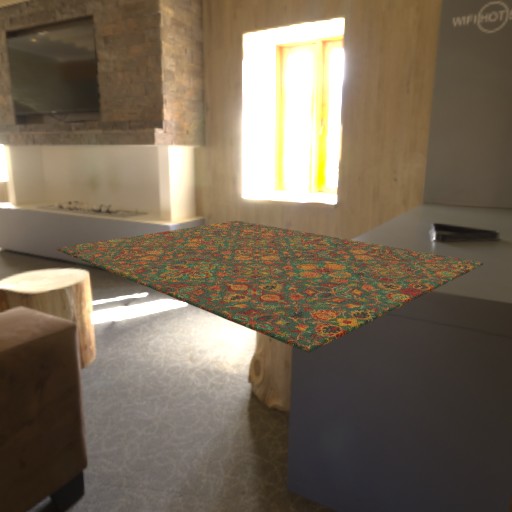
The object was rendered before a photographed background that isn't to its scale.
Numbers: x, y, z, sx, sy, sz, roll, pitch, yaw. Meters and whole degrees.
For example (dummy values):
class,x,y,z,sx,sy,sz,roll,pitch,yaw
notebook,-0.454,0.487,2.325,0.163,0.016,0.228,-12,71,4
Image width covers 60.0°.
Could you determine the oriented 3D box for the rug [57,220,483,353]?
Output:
class,x,y,z,sx,sy,sz,roll,pitch,yaw
rug,0.000,0.000,4.143,2.434,0.025,3.204,-13,19,-43
